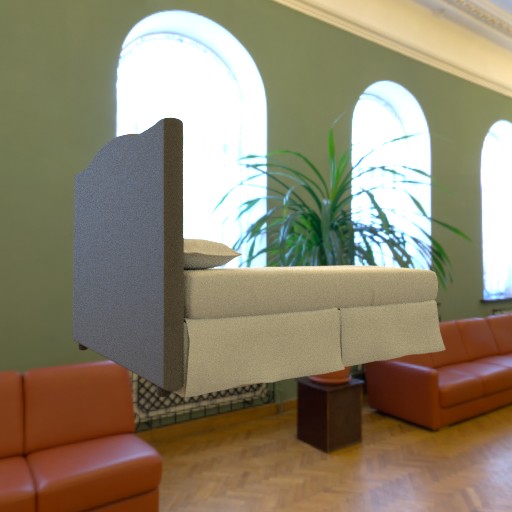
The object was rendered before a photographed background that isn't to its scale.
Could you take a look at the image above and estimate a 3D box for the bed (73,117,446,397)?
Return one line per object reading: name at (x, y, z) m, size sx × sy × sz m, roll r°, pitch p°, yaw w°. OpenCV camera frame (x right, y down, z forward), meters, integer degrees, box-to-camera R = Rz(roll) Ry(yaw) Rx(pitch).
bed at (0.000, 0.000, 3.430) m, size 2.282 × 1.436 × 1.821 m, roll 1°, pitch -2°, yaw -36°
